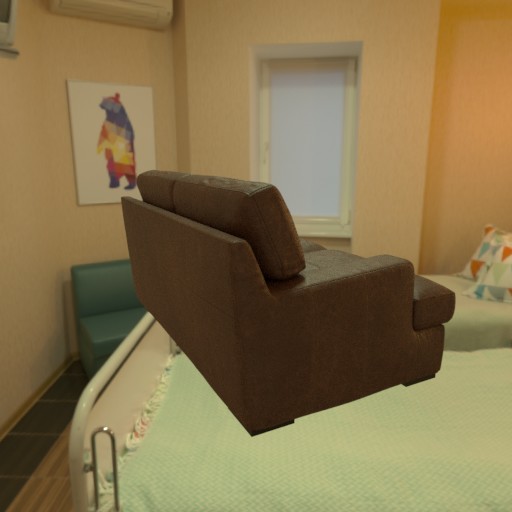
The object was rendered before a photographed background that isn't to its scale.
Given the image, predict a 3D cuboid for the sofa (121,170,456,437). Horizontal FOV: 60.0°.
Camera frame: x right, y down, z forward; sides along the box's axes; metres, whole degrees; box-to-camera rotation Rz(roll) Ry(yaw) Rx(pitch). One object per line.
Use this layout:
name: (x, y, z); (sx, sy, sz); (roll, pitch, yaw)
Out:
sofa: (0.000, 0.000, 2.530); (1.143, 0.939, 1.880); (-7, 15, -27)
